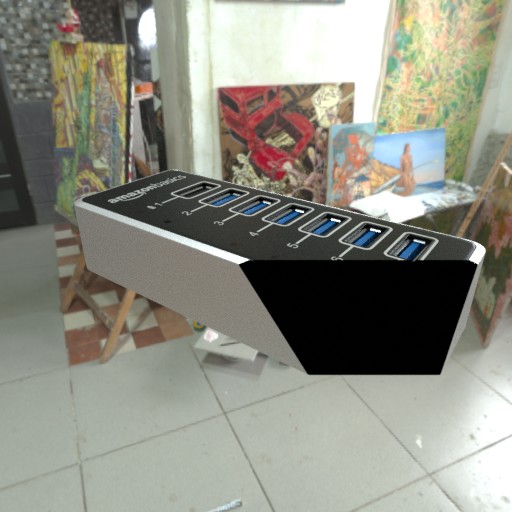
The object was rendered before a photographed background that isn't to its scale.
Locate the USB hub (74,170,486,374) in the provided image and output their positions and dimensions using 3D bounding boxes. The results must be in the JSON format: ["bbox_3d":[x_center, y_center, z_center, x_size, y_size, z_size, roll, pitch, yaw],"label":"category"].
[{"bbox_3d":[0.000,0.000,0.127,0.110,0.023,0.044,19,33,32],"label":"USB hub"}]
